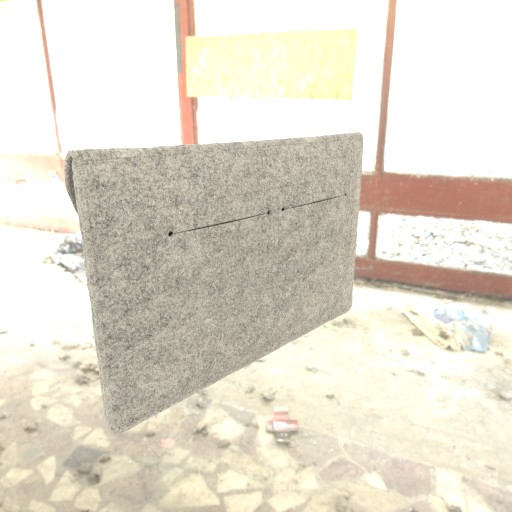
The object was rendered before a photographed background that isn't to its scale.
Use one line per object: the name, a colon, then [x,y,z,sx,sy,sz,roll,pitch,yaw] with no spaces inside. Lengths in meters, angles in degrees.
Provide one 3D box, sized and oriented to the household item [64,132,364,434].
household item: [0.000,0.000,0.429,0.335,0.221,0.057,-17,25,-42]
